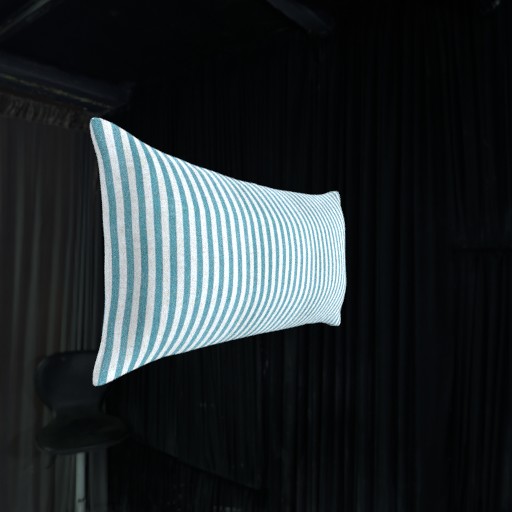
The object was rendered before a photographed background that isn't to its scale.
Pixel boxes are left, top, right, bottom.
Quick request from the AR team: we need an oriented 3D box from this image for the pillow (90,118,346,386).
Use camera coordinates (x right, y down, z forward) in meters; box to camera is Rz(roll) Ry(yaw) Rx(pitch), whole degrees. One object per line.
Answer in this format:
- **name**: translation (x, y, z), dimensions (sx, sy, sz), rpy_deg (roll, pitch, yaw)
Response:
- **pillow**: translation (0.000, 0.000, 0.730), dimensions (0.151, 0.295, 0.617), rpy_deg (-1, -1, 36)
